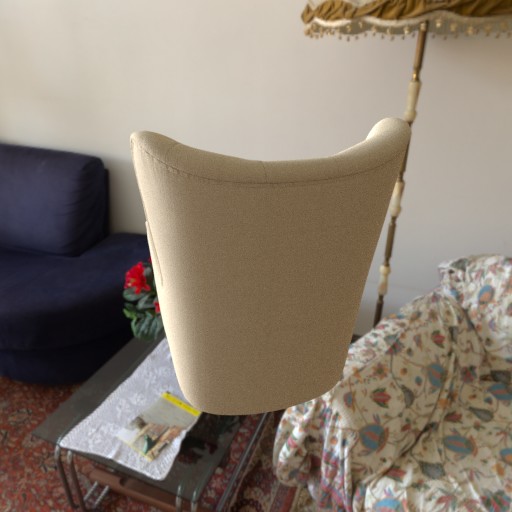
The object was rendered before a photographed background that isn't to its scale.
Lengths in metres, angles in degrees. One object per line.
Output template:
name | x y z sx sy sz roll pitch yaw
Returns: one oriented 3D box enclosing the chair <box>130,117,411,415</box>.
chair | 0.000 0.000 1.720 0.831 1.079 0.929 -7 27 -13
